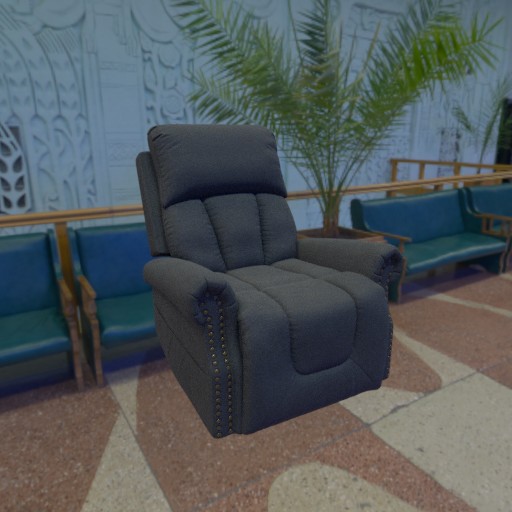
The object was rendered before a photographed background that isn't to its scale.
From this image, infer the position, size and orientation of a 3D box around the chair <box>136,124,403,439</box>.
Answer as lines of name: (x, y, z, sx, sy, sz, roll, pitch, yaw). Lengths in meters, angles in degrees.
chair: (0.000, 0.000, 1.793, 0.871, 1.031, 0.979, -9, 18, -28)
